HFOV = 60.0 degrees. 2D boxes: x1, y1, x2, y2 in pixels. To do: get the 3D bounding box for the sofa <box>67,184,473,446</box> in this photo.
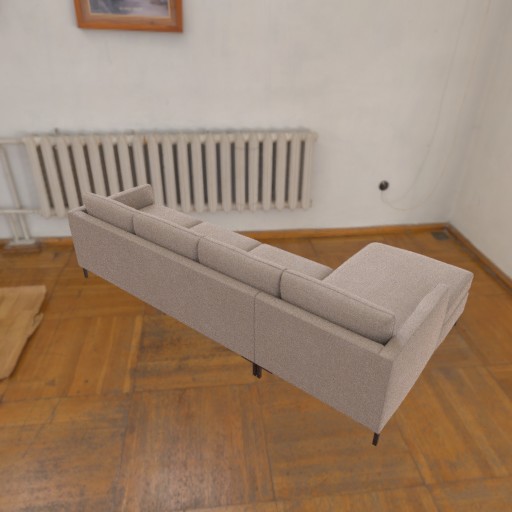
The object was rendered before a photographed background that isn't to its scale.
[{"bbox_3d":[0.000,0.000,3.515,2.923,0.816,1.469,21,36,33],"label":"sofa"}]
